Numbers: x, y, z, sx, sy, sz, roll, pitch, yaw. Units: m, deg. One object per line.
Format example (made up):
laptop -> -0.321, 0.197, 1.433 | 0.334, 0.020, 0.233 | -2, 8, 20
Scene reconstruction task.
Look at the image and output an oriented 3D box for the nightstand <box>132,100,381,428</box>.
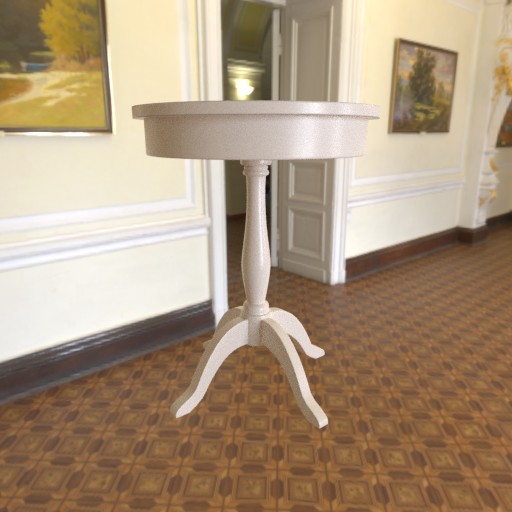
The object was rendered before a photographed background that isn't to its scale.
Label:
nightstand -> 0.000, 0.000, 1.031 | 0.513, 0.653, 0.513 | -8, 18, -28
